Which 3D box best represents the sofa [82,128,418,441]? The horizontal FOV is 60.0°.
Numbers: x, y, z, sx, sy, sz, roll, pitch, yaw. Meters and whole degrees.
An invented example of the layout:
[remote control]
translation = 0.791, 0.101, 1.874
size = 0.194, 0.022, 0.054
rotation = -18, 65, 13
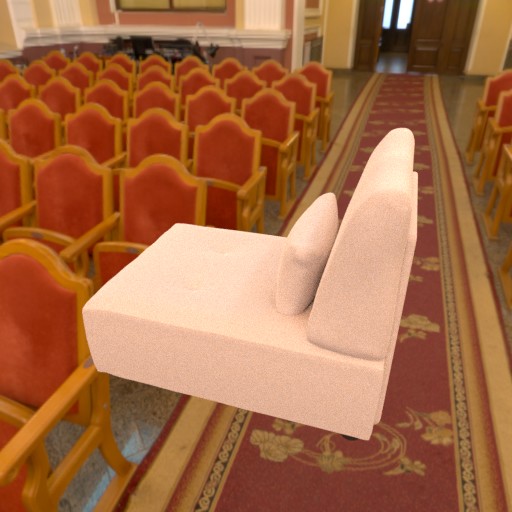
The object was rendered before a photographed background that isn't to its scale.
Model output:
[sofa]
translation = 0.000, 0.000, 1.571
size = 1.000, 0.820, 0.700
rotation = 9, 30, 16
